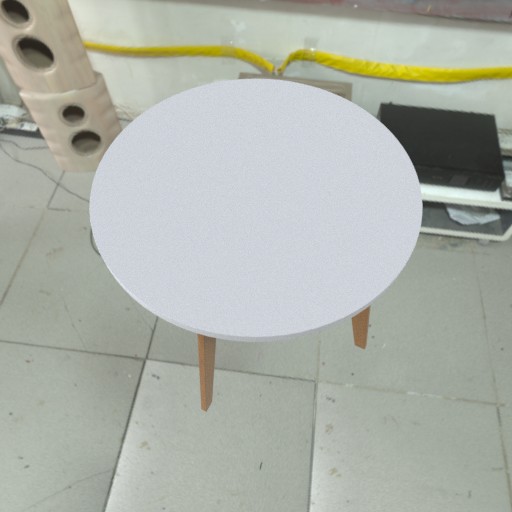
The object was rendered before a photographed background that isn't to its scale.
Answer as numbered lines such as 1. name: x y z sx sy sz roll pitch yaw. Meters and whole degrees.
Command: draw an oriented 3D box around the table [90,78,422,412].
1. table: 0.000 0.000 1.538 0.896 0.762 0.896 0 58 0
